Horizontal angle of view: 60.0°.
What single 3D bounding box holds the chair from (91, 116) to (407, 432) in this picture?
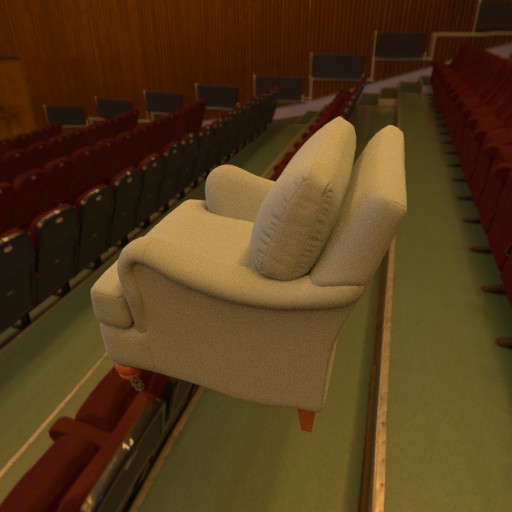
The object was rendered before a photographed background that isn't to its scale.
[{"bbox_3d":[0.000,0.000,1.872,1.070,1.038,0.955,8,30,14],"label":"chair"}]
